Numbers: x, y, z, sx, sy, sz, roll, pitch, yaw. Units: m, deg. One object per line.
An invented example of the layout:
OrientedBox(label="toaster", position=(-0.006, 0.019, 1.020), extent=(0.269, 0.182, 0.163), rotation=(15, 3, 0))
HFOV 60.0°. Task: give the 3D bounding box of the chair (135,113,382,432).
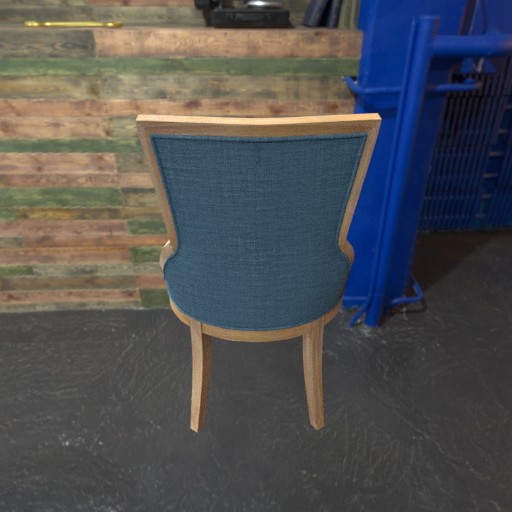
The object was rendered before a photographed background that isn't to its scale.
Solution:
OrientedBox(label="chair", position=(0.000, 0.000, 1.307), extent=(0.524, 0.947, 0.641), rotation=(-1, 31, -1))
